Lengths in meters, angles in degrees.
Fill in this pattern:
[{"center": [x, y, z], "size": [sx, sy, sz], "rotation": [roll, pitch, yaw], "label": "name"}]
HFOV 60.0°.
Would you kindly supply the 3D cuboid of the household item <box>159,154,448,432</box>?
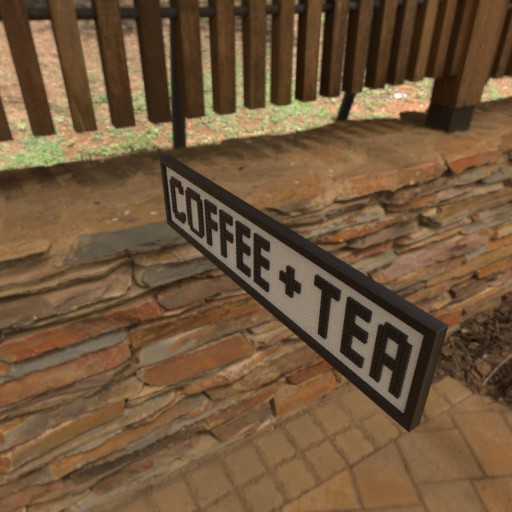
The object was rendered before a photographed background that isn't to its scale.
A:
[{"center": [0.000, 0.000, 1.094], "size": [0.030, 0.236, 1.001], "rotation": [-20, 37, -29], "label": "household item"}]
